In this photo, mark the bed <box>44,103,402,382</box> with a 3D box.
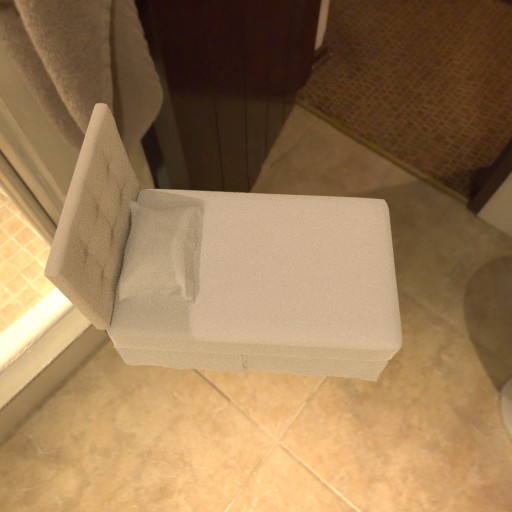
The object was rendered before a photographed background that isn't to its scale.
[{"bbox_3d":[0.000,0.000,3.021,1.997,1.571,1.261,3,62,1],"label":"bed"}]
